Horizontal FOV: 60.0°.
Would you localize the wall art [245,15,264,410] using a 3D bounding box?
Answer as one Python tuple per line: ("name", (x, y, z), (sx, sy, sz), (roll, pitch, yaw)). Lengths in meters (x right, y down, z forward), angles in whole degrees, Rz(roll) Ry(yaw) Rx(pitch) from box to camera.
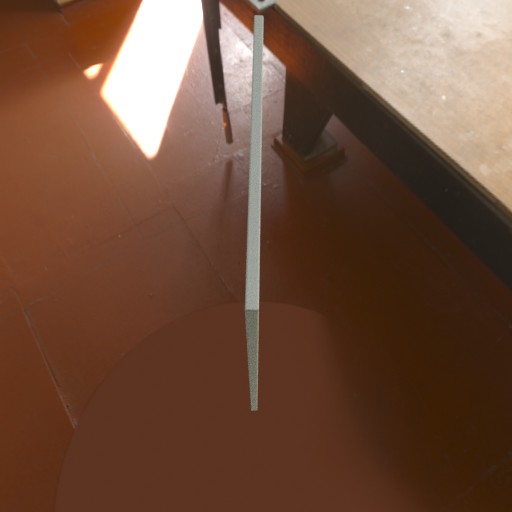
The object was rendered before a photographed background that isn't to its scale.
("wall art", (0.000, 0.000, 0.678), (0.012, 0.529, 0.374), (1, 63, 0))
